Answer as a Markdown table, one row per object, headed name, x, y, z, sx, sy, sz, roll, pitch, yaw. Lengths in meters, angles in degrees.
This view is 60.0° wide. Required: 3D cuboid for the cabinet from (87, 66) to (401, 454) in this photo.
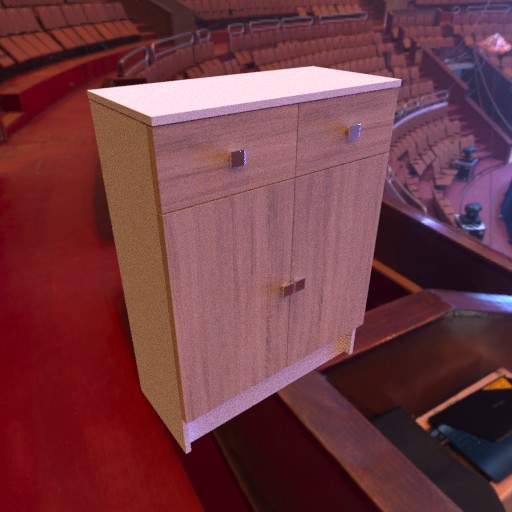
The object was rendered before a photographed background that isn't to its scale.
| name | x | y | z | sx | sy | sz | roll | pitch | yaw |
| --- | --- | --- | --- | --- | --- | --- | --- | --- | --- |
| cabinet | 0.000 | 0.000 | 1.118 | 0.600 | 0.815 | 0.296 | -21 | 36 | -32 |
